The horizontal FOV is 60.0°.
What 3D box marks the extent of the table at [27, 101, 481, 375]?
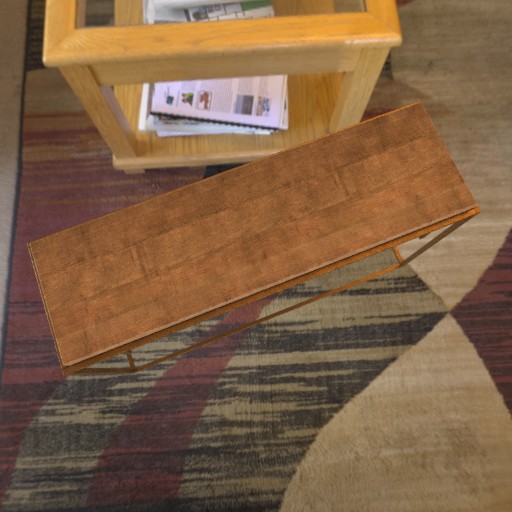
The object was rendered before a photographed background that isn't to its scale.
[{"bbox_3d":[0.000,0.000,1.788,1.400,0.820,0.440,-21,76,-5],"label":"table"}]
